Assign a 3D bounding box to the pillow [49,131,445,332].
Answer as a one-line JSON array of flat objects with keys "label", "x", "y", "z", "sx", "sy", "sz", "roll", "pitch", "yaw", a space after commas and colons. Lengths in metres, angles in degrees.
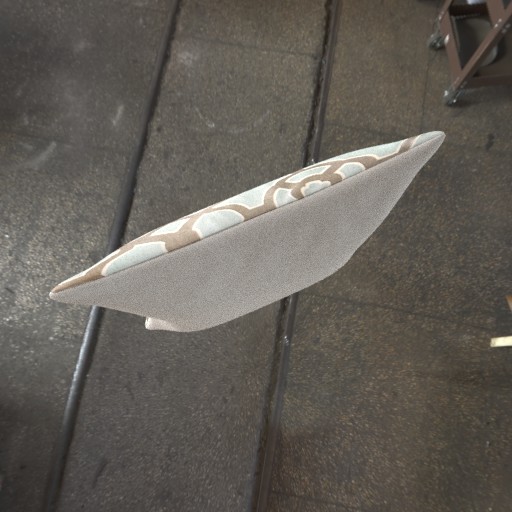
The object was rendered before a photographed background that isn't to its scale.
[{"label": "pillow", "x": 0.000, "y": 0.000, "z": 0.809, "sx": 0.552, "sy": 0.508, "sz": 0.166, "roll": -23, "pitch": 77, "yaw": -6}]
